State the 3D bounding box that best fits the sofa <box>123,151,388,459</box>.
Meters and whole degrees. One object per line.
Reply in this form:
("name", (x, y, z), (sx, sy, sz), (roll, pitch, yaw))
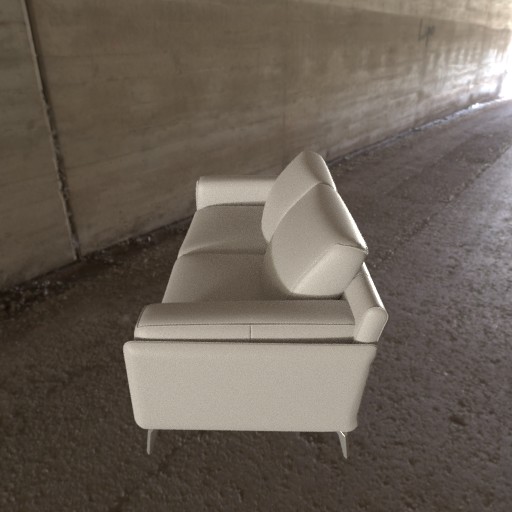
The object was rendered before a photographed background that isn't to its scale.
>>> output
("sofa", (0.000, 0.000, 2.595), (1.049, 0.930, 2.101), (0, 27, 1))
